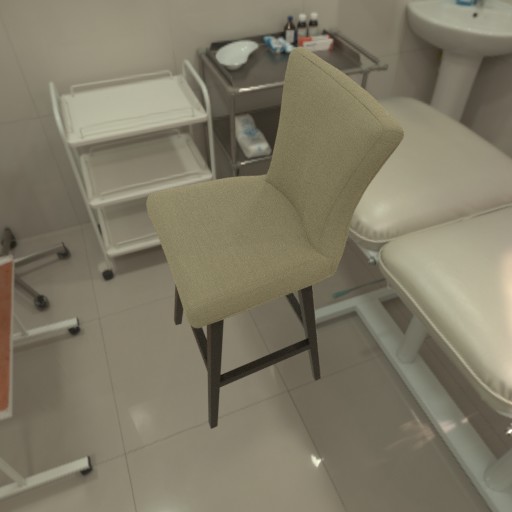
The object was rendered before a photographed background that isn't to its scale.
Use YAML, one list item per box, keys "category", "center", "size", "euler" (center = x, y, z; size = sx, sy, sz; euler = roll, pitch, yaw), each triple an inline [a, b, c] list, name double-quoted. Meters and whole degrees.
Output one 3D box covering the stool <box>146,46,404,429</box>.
- category: "stool"
  center: [0.000, 0.000, 1.439]
  size: [0.574, 1.086, 0.514]
  euler: [-16, 48, -15]
